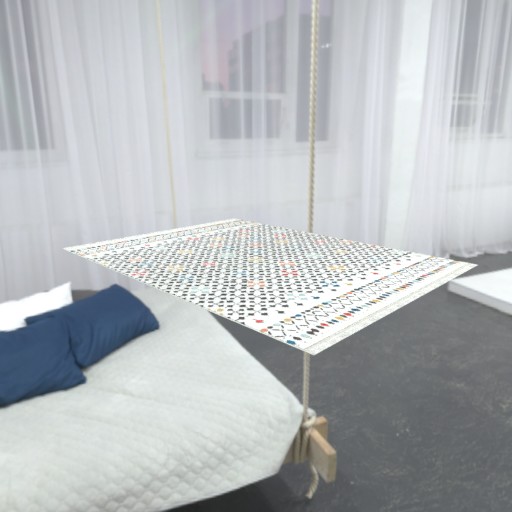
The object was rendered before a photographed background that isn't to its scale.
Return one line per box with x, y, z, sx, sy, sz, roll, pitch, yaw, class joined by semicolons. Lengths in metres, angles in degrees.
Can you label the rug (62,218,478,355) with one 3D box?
0.000;0.000;4.200;3.196;0.007;2.354;15;21;43;rug
